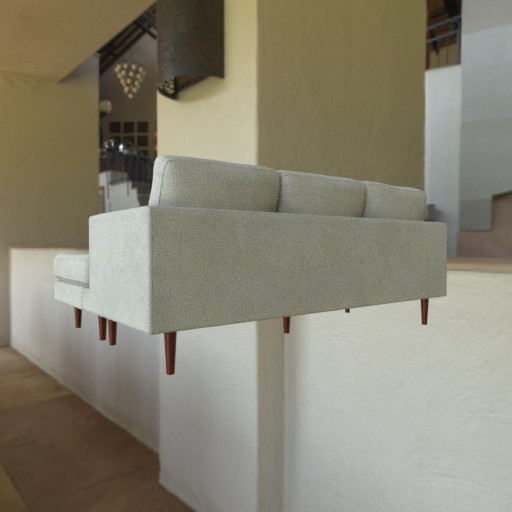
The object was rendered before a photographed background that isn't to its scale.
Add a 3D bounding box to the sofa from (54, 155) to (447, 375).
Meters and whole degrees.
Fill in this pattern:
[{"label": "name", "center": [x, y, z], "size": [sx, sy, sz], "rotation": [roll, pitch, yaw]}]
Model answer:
[{"label": "sofa", "center": [0.000, 0.000, 3.002], "size": [2.233, 0.956, 1.504], "rotation": [-1, 2, -38]}]
